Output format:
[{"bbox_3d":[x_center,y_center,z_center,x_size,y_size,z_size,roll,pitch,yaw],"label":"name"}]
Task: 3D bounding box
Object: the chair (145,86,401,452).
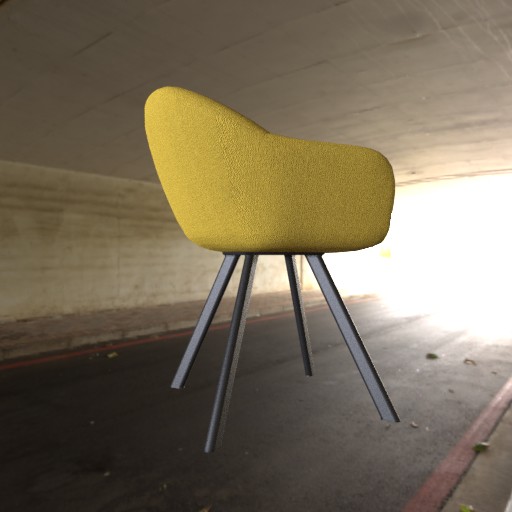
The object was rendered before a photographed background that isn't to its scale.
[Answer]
[{"bbox_3d":[0.000,0.000,1.161,0.565,0.775,0.545,0,0,-19],"label":"chair"}]
